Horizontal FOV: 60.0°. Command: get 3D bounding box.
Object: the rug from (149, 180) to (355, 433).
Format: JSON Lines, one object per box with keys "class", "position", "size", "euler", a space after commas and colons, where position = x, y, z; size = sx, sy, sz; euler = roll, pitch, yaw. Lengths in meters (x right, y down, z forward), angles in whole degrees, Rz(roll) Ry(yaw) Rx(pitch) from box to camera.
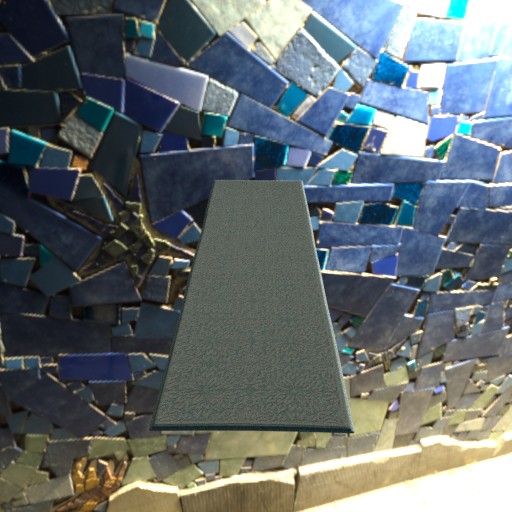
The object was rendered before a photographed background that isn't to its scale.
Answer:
{"class": "rug", "position": [0.000, 0.000, 2.362], "size": [0.662, 0.011, 2.196], "euler": [0, 31, 1]}
